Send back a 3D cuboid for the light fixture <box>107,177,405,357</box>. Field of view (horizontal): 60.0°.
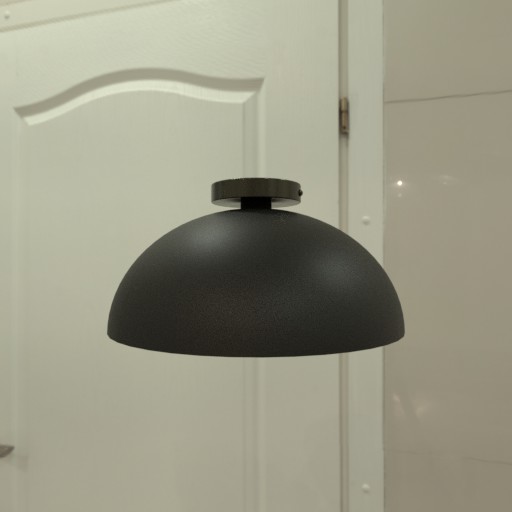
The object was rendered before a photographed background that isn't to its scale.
[{"bbox_3d":[0.000,0.000,0.558,0.355,0.177,0.355,0,-1,0],"label":"light fixture"}]
